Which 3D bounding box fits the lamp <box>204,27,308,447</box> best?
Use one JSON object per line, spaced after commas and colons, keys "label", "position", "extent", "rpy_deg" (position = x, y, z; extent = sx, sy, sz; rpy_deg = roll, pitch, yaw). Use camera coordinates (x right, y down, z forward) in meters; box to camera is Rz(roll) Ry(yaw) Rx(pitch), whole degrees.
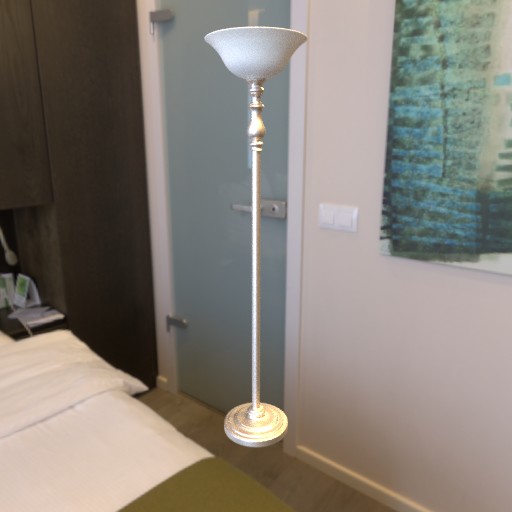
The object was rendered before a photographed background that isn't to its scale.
{"label": "lamp", "position": [0.000, 0.000, 1.977], "extent": [0.405, 1.771, 0.405], "rpy_deg": [2, 15, 9]}
